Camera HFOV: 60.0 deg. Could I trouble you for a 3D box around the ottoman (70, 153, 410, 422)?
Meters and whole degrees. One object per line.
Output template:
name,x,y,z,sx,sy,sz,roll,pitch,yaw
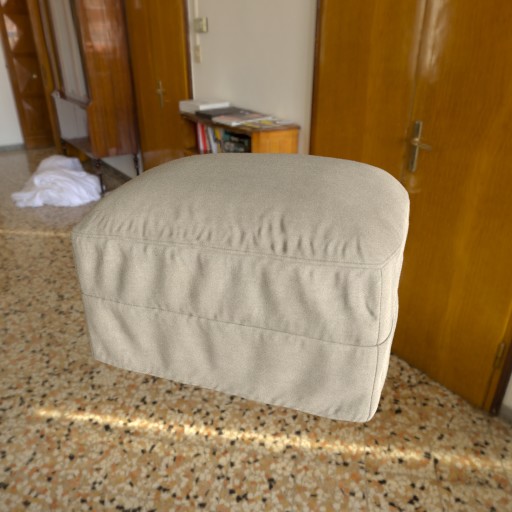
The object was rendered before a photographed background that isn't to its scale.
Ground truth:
ottoman,0.000,0.000,1.119,0.712,0.480,0.584,9,27,17
